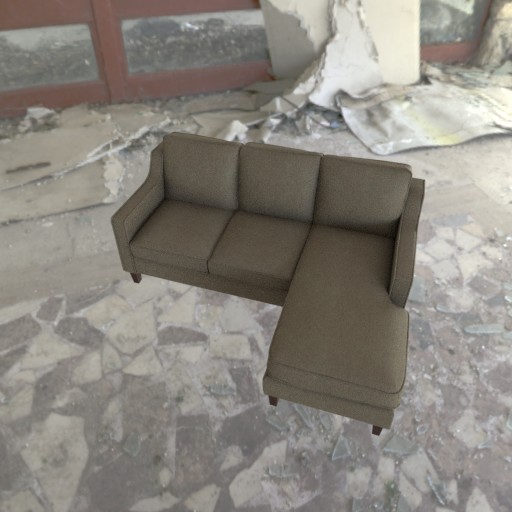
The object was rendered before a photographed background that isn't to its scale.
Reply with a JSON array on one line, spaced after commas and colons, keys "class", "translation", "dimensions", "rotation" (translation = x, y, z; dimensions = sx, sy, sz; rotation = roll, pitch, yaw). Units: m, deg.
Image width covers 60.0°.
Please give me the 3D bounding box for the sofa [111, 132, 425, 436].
[{"class": "sofa", "translation": [0.000, 0.000, 3.360], "dimensions": [2.317, 1.081, 1.858], "rotation": [12, 43, 13]}]
